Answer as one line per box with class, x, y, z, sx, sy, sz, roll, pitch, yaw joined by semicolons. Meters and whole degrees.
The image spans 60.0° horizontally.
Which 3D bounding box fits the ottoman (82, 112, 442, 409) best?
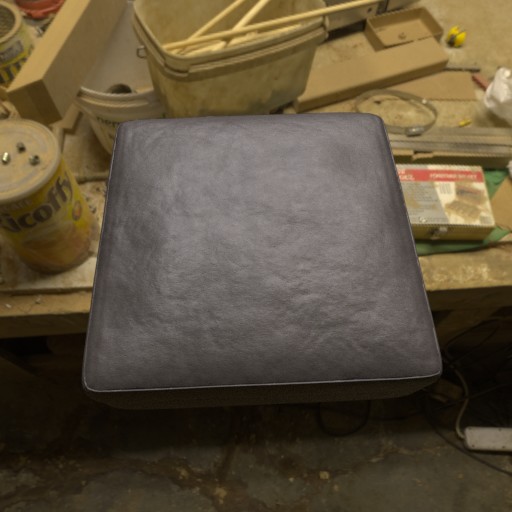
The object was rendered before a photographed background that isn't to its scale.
ottoman;0.000;0.000;1.305;0.844;0.415;0.836;-2;62;-1
